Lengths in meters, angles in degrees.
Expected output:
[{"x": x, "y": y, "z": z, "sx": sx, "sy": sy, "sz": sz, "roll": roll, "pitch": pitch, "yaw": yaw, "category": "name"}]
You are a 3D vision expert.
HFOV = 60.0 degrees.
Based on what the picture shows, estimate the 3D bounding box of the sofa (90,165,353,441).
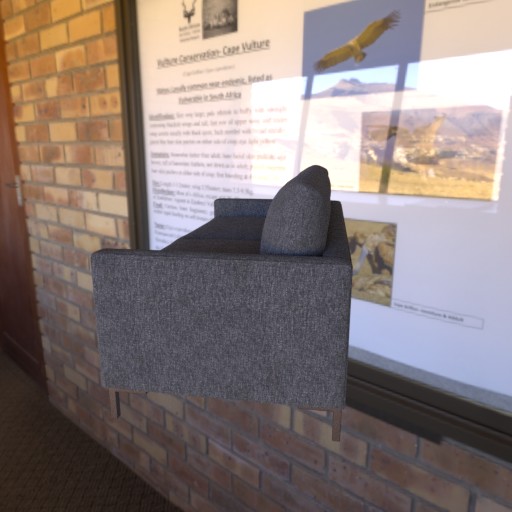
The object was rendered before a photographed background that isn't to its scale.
[{"x": 0.000, "y": 0.000, "z": 2.233, "sx": 0.866, "sy": 0.862, "sz": 1.716, "roll": 2, "pitch": 14, "yaw": 9, "category": "sofa"}]
